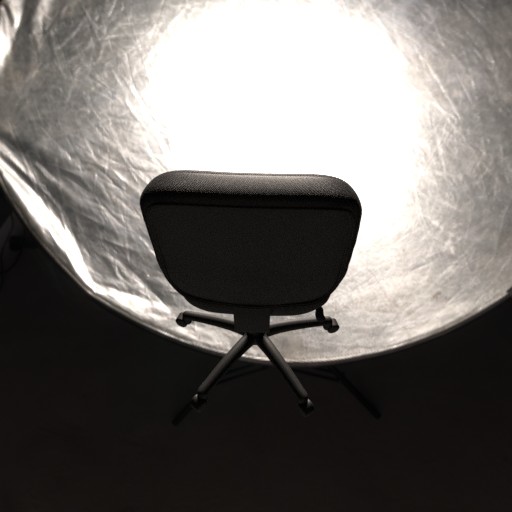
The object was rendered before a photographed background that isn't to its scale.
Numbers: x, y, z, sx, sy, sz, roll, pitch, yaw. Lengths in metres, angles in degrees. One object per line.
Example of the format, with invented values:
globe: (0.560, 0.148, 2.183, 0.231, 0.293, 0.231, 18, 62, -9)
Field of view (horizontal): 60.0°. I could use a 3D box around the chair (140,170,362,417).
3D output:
chair: (0.000, 0.000, 1.373, 0.647, 0.959, 0.646, 2, 45, 2)
